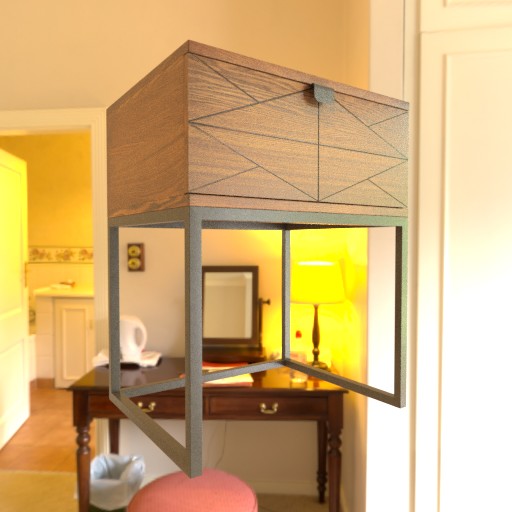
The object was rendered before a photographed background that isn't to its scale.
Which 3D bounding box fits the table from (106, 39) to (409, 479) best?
[{"bbox_3d":[0.000,0.000,0.904,0.482,0.610,0.400,-1,2,-35],"label":"table"}]
